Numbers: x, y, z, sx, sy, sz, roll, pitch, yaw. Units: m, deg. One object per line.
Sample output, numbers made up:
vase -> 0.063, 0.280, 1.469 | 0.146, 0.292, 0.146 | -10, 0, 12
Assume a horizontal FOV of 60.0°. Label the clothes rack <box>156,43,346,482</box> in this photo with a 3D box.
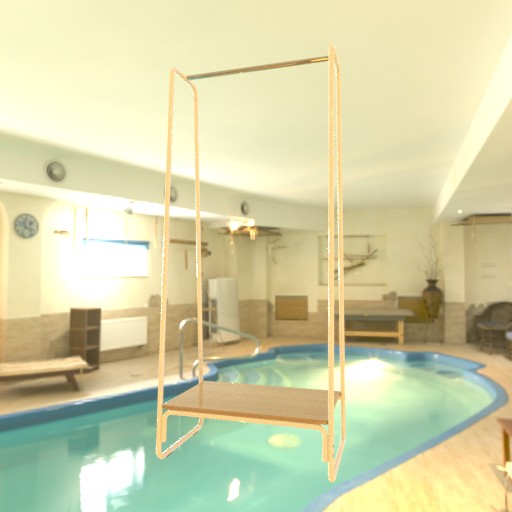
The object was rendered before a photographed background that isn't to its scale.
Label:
clothes rack -> 0.000, 0.000, 1.721 | 0.640, 1.500, 0.400 | -1, -2, 17
